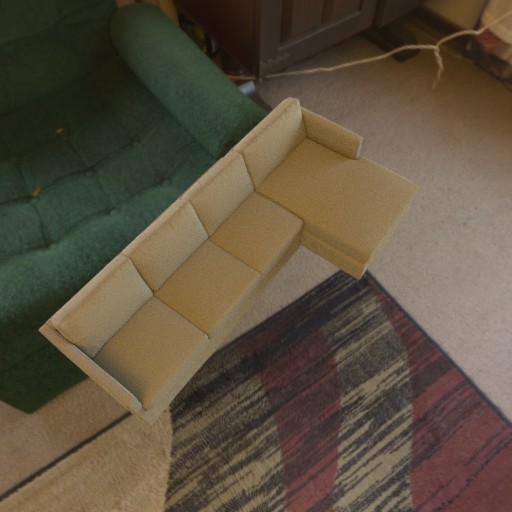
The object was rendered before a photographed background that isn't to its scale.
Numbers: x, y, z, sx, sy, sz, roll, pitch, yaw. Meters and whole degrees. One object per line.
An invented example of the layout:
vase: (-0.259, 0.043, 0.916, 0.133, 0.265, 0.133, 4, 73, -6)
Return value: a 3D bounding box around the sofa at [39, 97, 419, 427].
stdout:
sofa: (0.000, 0.000, 3.857, 1.622, 0.867, 3.177, 32, 64, 18)
